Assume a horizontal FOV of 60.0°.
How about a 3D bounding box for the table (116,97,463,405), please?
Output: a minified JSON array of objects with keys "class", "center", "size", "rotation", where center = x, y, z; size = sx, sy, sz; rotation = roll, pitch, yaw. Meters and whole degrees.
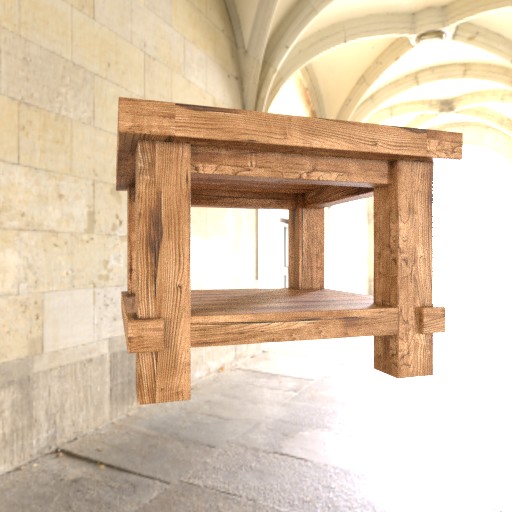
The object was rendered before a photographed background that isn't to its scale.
[{"class":"table","center":[0.000,0.000,1.018],"size":[0.610,0.457,0.610],"rotation":[0,0,-18]}]
